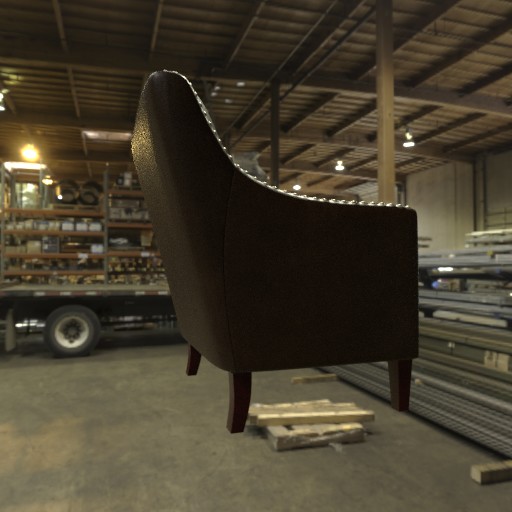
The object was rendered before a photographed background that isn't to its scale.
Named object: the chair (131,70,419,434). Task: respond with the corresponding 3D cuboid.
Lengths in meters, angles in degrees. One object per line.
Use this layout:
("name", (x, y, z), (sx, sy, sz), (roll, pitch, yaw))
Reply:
("chair", (0.000, 0.000, 1.333), (0.704, 0.813, 0.639), (0, -1, -19))
